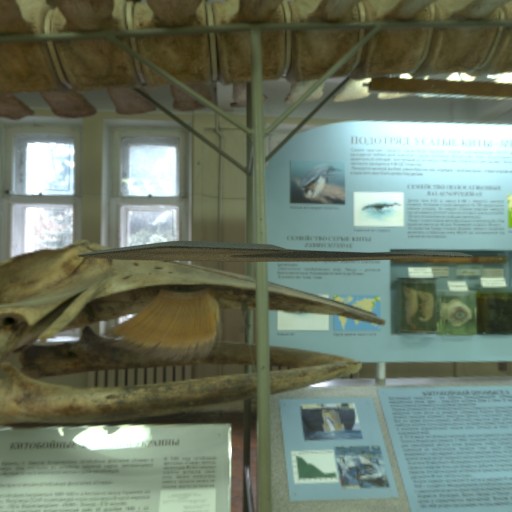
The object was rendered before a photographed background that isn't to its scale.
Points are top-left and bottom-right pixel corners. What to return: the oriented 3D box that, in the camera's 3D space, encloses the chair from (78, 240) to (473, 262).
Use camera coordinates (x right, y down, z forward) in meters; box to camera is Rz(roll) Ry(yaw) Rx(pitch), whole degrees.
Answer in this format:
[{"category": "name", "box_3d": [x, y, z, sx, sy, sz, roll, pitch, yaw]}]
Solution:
[{"category": "chair", "box_3d": [0.000, 0.000, 1.912, 1.372, 0.024, 1.219, 1, -2, -35]}]
